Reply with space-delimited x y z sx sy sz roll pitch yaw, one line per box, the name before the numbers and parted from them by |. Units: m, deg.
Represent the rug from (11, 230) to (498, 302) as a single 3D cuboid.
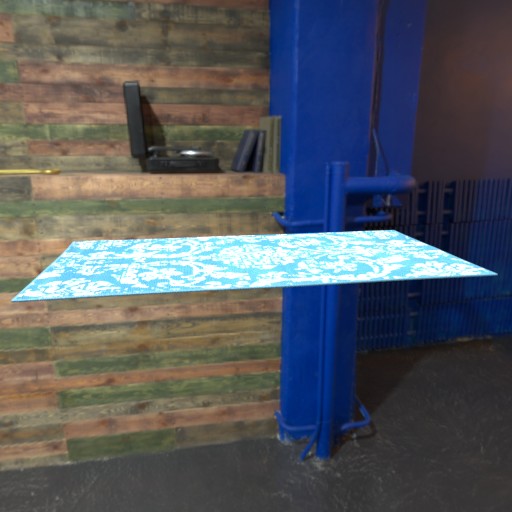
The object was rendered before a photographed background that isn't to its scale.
rug | 0.000 0.000 1.381 1.219 0.007 0.604 -2 15 -9
